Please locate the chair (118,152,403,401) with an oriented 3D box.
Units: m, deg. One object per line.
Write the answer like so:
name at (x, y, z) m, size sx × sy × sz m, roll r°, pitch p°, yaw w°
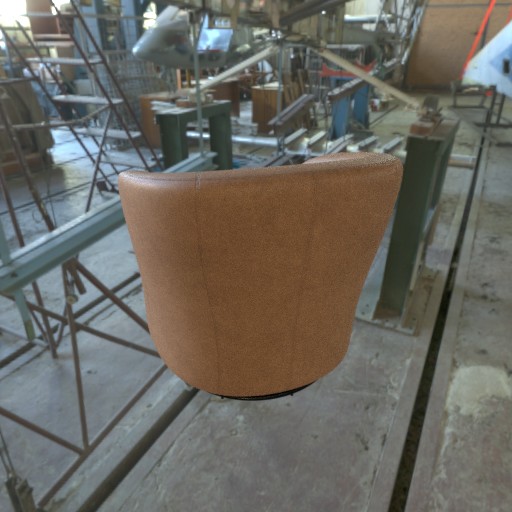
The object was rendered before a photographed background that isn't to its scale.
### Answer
chair at (0.000, 0.000, 1.446) m, size 0.791 × 0.771 × 0.815 m, roll -9°, pitch 28°, yaw -17°
